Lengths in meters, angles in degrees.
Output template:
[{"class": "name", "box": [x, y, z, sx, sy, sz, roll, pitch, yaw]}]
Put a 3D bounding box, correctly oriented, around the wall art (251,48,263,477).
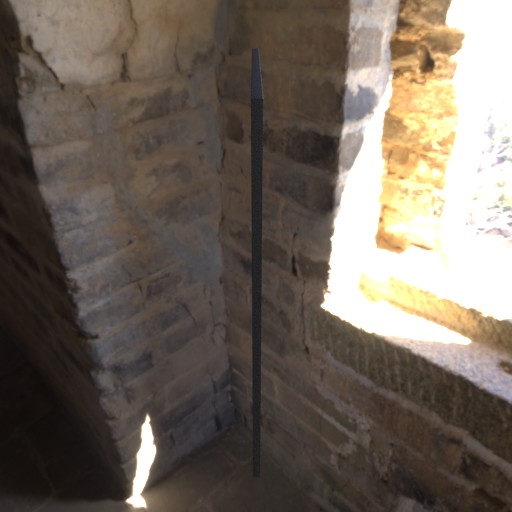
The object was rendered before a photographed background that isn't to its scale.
[{"class": "wall art", "box": [0.000, 0.000, 0.830, 0.013, 0.660, 0.460, 0, 31, 0]}]
